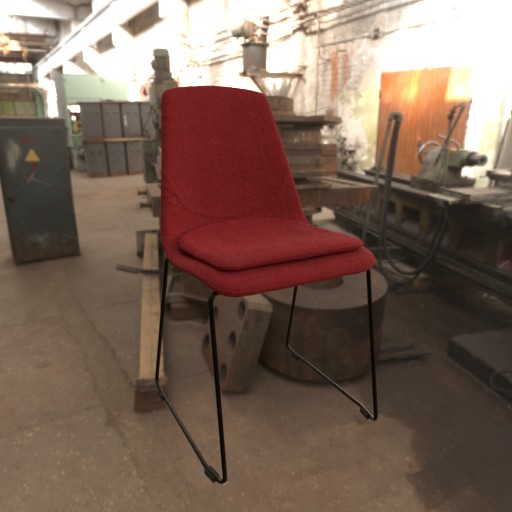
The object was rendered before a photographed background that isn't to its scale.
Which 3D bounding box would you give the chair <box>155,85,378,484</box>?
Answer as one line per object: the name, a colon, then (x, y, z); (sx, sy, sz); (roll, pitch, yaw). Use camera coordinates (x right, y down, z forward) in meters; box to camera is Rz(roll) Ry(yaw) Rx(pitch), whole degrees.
chair: (0.000, 0.000, 1.148); (0.479, 0.858, 0.518); (-9, 19, -27)
